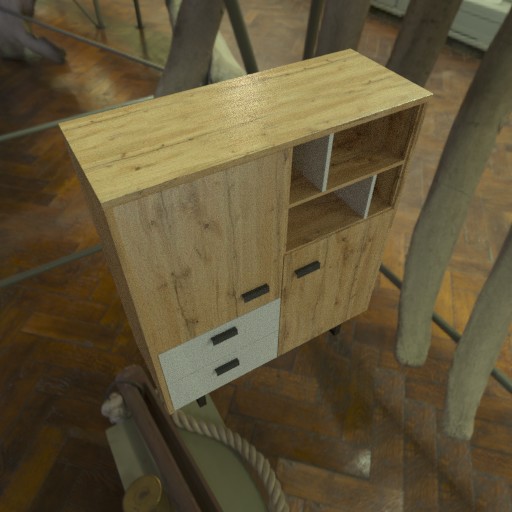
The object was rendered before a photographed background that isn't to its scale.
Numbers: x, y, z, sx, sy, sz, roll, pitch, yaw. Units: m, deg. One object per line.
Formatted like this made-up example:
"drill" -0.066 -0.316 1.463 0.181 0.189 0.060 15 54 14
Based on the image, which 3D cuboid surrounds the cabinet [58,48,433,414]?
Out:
"cabinet" 0.000 0.000 1.962 1.168 1.397 0.473 -23 50 -20
